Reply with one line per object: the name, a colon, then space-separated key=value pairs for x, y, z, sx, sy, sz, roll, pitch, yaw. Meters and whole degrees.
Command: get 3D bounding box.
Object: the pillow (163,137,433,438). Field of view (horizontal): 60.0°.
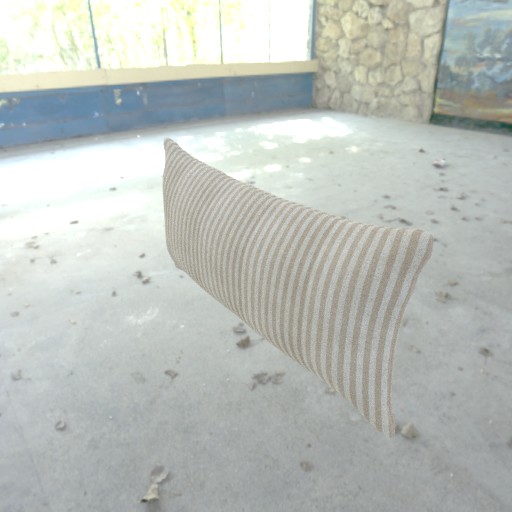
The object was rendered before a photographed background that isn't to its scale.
pillow: x=0.000 y=0.000 z=0.742 sx=0.151 sy=0.295 sz=0.617 roll=-18 pitch=32 yaw=-32
